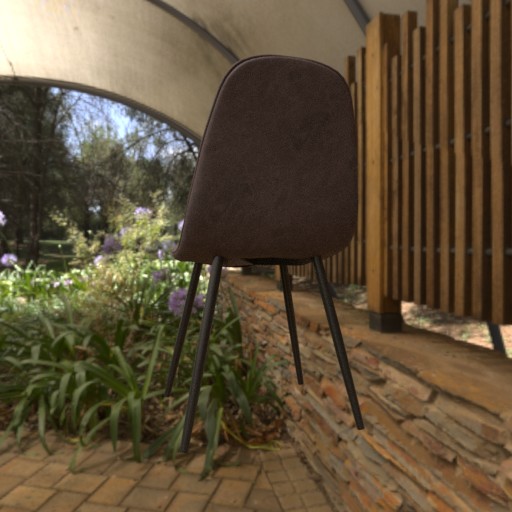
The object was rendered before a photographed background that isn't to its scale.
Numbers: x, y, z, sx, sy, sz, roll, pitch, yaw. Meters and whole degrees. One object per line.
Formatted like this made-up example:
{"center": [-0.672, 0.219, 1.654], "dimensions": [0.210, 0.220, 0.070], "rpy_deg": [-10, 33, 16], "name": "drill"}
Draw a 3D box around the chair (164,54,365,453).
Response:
{"center": [0.000, 0.000, 1.244], "dimensions": [0.472, 0.889, 0.561], "rpy_deg": [0, 1, -17], "name": "chair"}
